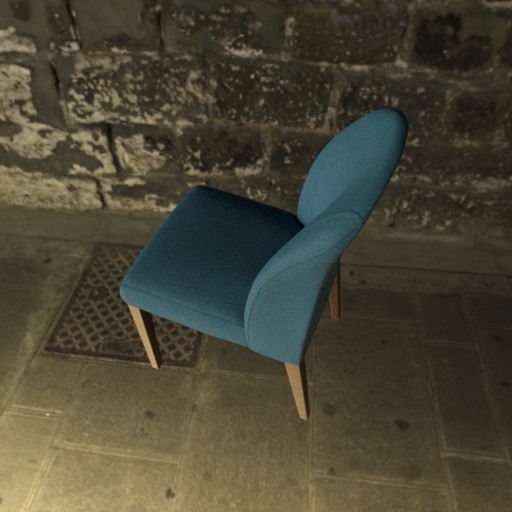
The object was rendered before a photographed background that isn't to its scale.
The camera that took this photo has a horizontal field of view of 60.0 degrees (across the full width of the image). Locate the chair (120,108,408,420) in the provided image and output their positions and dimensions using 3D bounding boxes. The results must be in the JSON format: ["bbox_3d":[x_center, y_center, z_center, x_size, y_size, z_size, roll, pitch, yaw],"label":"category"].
[{"bbox_3d":[0.000,0.000,1.249,0.620,0.879,0.507,15,49,14],"label":"chair"}]
